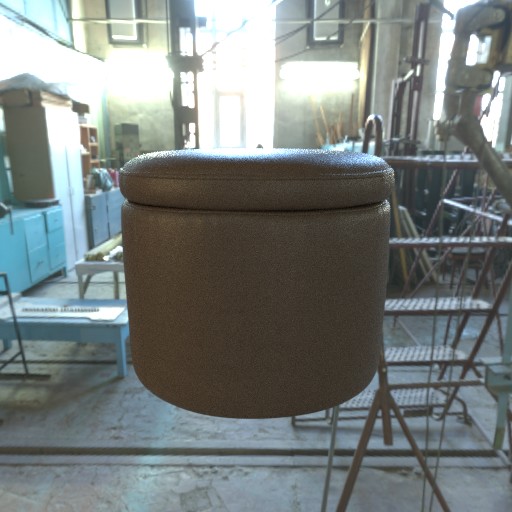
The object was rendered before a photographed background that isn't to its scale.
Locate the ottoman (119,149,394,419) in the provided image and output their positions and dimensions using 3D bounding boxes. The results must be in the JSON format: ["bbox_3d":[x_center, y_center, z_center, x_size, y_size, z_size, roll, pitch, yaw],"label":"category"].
[{"bbox_3d":[0.000,0.000,0.871,0.500,0.409,0.500,0,14,0],"label":"ottoman"}]
